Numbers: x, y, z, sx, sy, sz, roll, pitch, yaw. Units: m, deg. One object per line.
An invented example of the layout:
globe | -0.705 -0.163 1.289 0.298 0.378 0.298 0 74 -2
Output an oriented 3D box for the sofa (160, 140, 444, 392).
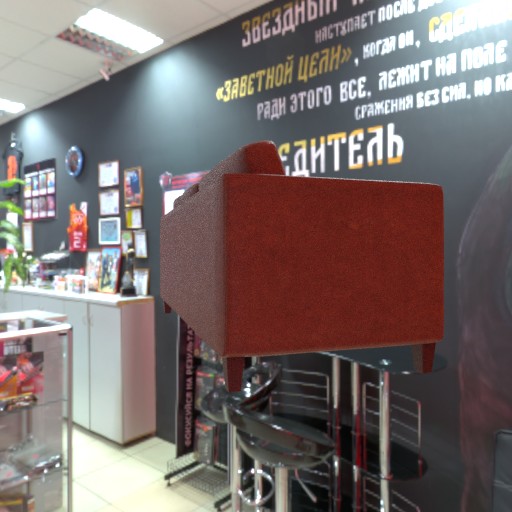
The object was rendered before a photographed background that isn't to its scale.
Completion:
sofa | 0.000 0.000 2.676 0.950 0.932 2.204 0 1 -18
